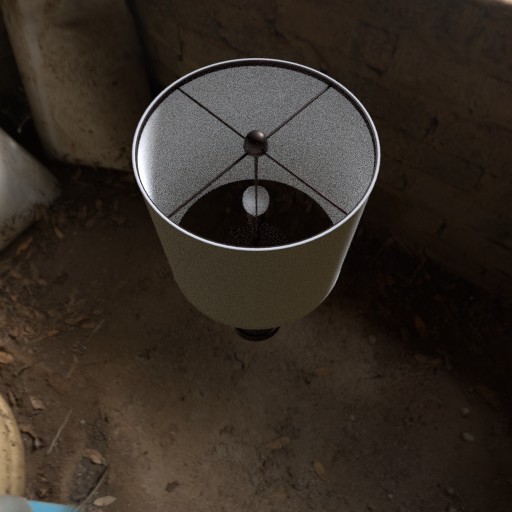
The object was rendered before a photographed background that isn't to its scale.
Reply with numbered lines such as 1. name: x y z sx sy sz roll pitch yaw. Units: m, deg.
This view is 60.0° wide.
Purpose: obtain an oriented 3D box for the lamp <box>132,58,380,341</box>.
1. lamp: 0.000 0.000 0.808 0.301 0.630 0.301 -1 63 -1
